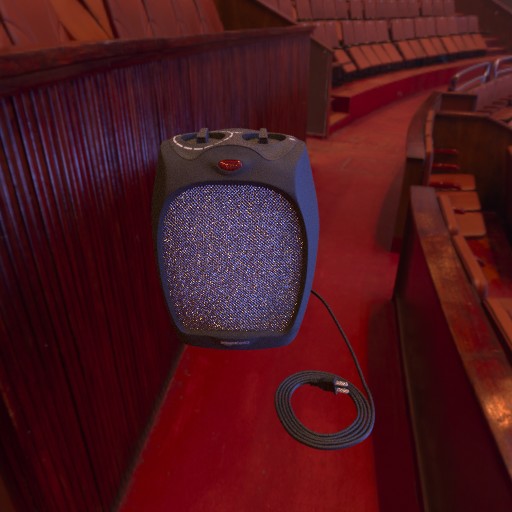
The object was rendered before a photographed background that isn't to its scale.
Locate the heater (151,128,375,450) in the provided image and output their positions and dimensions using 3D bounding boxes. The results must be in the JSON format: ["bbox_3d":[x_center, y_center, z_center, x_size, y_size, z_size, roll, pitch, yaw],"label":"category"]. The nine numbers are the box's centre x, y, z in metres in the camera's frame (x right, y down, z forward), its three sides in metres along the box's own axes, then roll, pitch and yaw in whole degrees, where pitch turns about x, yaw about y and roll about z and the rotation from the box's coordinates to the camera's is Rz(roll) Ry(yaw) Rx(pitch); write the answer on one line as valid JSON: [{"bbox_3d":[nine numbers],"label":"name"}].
[{"bbox_3d":[0.000,0.000,0.468,0.239,0.240,0.291,1,29,1],"label":"heater"}]
